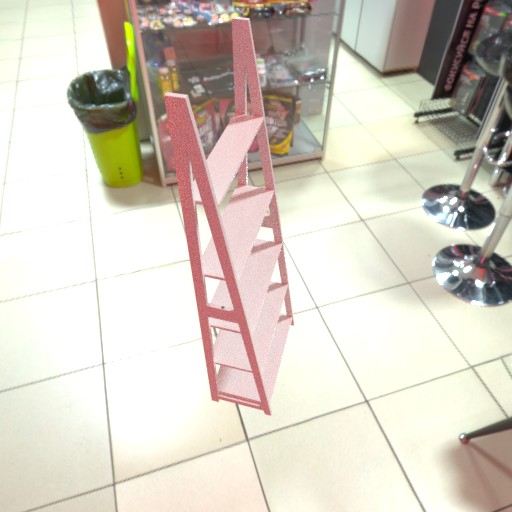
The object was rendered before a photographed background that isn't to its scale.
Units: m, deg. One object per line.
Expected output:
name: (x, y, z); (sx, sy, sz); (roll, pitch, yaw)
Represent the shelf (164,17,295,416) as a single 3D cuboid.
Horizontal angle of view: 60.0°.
shelf: (0.000, 0.000, 2.008); (0.341, 1.779, 0.636); (11, 47, 10)
